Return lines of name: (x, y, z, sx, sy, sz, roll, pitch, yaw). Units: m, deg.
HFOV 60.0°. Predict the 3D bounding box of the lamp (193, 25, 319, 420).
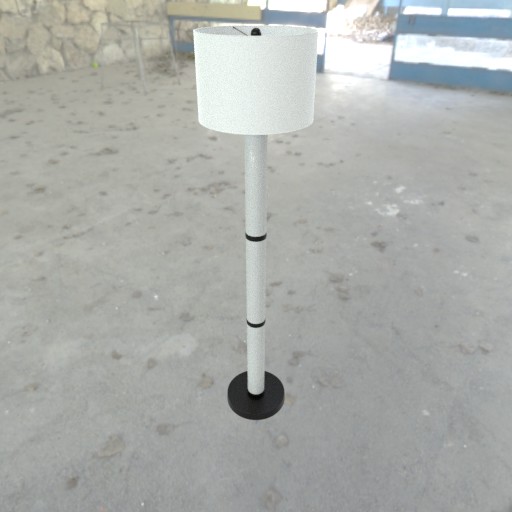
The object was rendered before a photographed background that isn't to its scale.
lamp: (0.000, 0.000, 1.741, 0.377, 1.599, 0.377, 21, 37, 30)
